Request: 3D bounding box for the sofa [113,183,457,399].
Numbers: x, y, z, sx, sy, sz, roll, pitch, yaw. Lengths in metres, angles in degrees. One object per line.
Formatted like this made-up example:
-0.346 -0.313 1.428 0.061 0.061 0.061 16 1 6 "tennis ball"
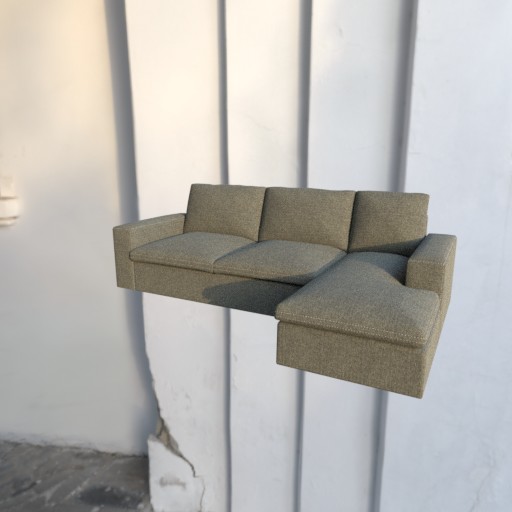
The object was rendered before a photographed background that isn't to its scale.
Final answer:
0.000 0.000 3.424 2.718 0.940 1.689 7 15 27 "sofa"
